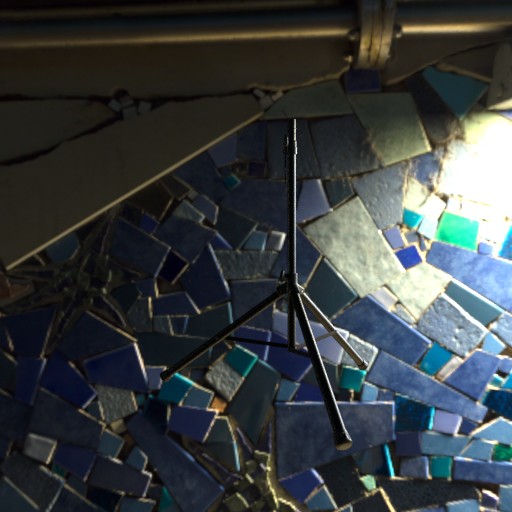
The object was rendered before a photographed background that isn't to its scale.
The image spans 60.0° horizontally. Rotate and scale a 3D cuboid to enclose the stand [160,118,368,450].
[{"bbox_3d":[0.000,0.000,1.886,0.907,1.136,1.045,0,-1,18],"label":"stand"}]
